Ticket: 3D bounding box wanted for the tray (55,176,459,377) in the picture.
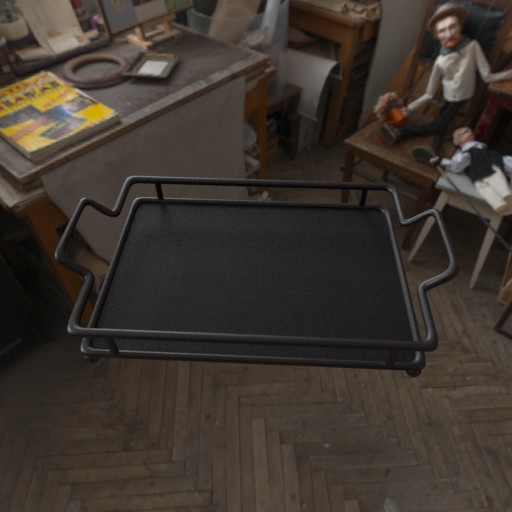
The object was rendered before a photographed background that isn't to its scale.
[{"bbox_3d":[0.000,0.000,0.606,0.495,0.101,0.297,2,47,2],"label":"tray"}]
